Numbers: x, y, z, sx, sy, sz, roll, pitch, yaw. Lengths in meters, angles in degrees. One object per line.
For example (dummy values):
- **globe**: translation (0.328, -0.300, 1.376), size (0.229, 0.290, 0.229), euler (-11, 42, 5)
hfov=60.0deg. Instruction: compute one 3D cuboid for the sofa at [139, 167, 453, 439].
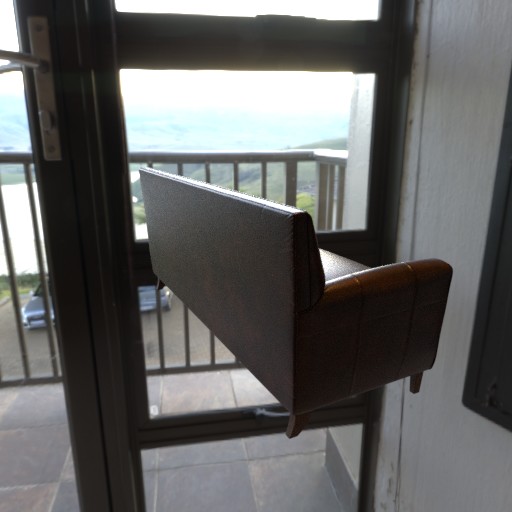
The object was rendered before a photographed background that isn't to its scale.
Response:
- **sofa**: translation (0.000, 0.000, 2.470), size (0.786, 0.871, 1.995), euler (-8, 18, -26)
